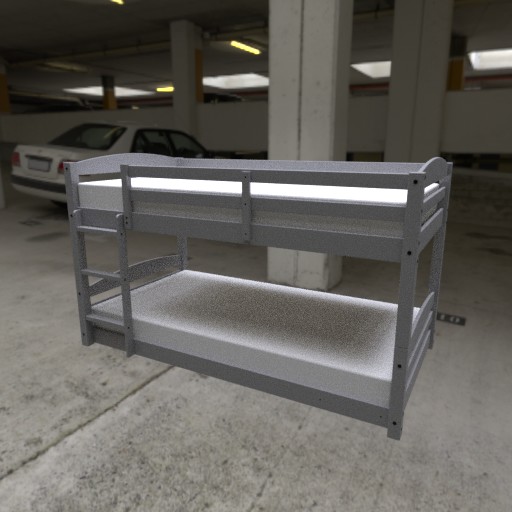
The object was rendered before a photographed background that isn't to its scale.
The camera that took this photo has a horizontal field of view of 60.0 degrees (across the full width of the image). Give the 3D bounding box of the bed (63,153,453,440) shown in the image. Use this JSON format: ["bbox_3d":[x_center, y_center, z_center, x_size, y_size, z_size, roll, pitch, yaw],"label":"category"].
[{"bbox_3d":[0.000,0.000,2.715,2.013,1.206,1.105,8,16,28],"label":"bed"}]
